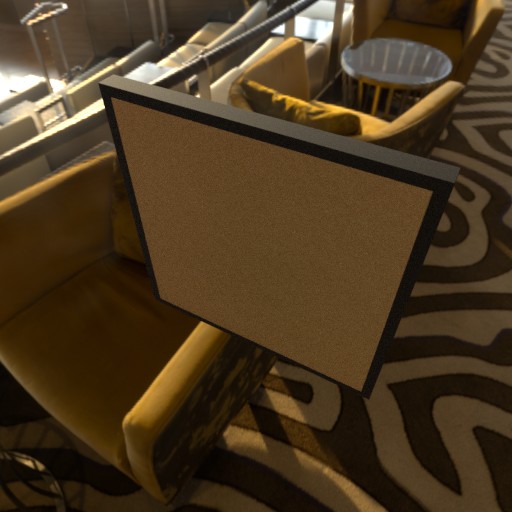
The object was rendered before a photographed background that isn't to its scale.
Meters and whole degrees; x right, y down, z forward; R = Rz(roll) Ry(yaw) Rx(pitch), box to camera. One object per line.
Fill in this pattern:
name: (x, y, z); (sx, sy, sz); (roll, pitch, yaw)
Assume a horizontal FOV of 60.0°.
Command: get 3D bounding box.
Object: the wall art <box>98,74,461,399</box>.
wall art: (0.000, 0.000, 0.756); (0.508, 0.507, 0.033); (21, 50, 19)
